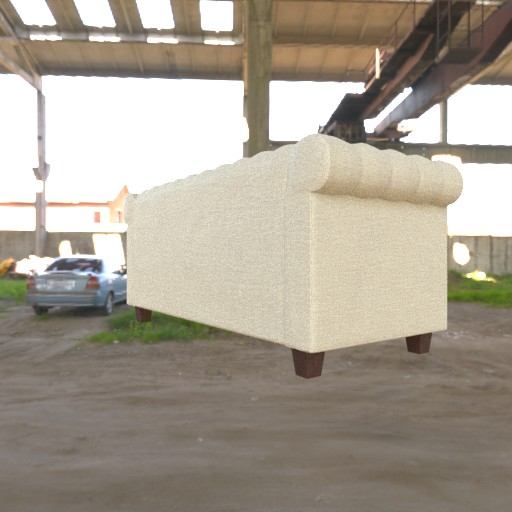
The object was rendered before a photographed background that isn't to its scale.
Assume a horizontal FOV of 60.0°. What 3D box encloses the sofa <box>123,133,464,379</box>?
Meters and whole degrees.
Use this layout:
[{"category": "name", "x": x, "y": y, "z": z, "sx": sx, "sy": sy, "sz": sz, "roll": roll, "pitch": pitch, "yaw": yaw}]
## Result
[{"category": "sofa", "x": 0.000, "y": 0.000, "z": 2.257, "sx": 0.783, "sy": 0.797, "sz": 1.798, "roll": 0, "pitch": 0, "yaw": -36}]
